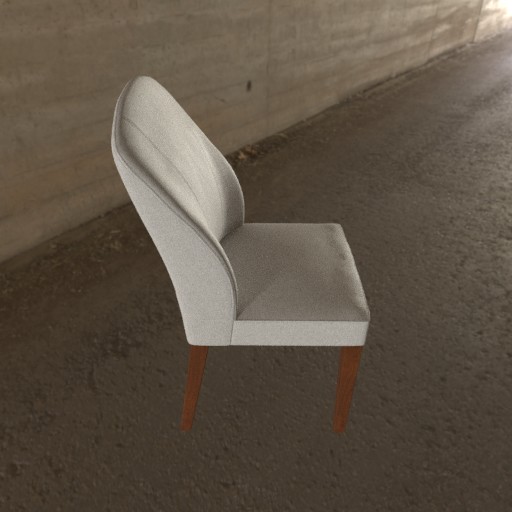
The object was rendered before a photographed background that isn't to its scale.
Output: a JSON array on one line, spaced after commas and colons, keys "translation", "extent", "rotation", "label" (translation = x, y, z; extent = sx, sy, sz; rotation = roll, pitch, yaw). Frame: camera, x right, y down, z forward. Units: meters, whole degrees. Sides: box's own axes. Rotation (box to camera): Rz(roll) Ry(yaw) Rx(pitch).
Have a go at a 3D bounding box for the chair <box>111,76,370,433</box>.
[{"translation": [0.000, 0.000, 1.181], "extent": [0.540, 0.893, 0.472], "rotation": [0, 32, 1], "label": "chair"}]
